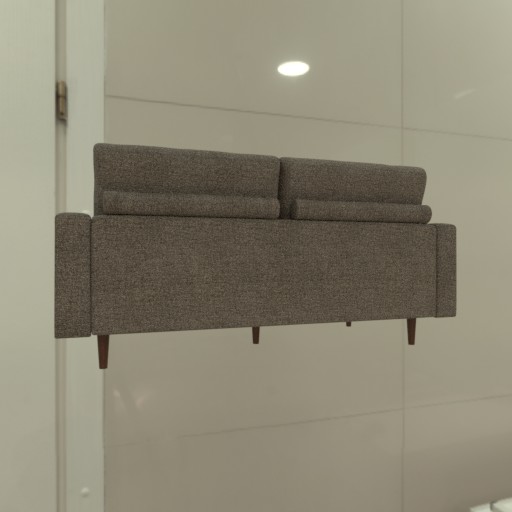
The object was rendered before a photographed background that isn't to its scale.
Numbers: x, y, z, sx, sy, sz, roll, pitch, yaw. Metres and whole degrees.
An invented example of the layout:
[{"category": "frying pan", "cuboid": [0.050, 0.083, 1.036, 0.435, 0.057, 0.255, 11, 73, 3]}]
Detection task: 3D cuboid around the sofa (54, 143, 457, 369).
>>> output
[{"category": "sofa", "cuboid": [0.000, 0.000, 2.283, 1.821, 0.902, 0.863, 0, 0, -19]}]
